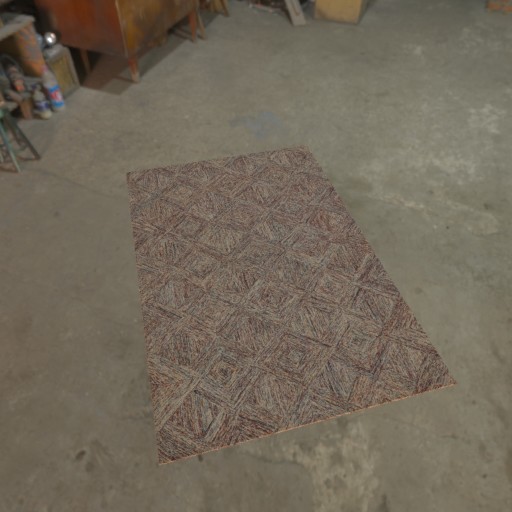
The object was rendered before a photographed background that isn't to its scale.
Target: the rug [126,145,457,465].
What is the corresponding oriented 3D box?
[{"bbox_3d":[0.000,0.000,2.899,1.523,0.019,2.285,-11,48,-10],"label":"rug"}]
